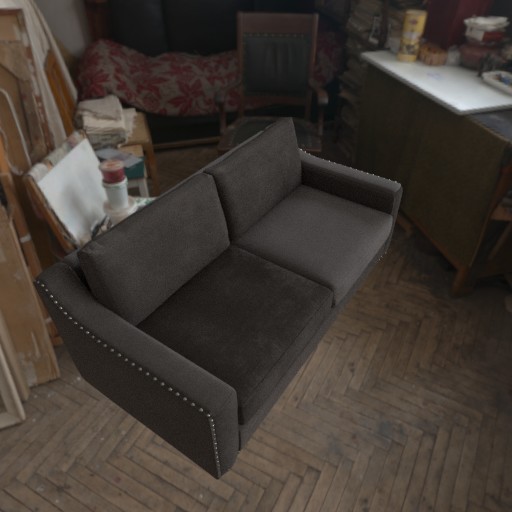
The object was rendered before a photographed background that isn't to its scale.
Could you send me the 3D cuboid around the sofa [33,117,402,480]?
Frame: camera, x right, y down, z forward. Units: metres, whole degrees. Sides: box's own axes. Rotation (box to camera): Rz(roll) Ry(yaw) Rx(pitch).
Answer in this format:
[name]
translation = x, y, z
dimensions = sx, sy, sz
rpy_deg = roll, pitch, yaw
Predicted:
[sofa]
translation = 0.000, 0.000, 3.268
dimensions = 1.336, 1.196, 2.550
rpy_deg = 24, 46, 25
